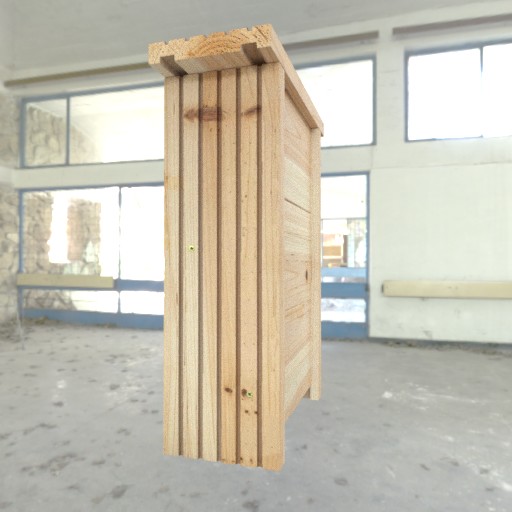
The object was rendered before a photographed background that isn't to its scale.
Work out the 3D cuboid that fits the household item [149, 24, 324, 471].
[{"bbox_3d":[0.000,0.000,0.550,0.123,0.407,0.301,0,-1,18],"label":"household item"}]
